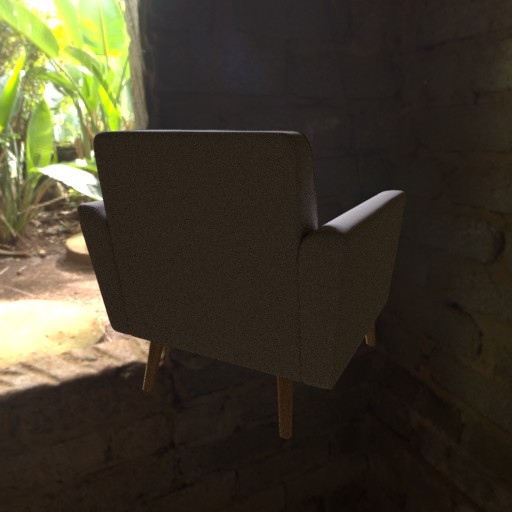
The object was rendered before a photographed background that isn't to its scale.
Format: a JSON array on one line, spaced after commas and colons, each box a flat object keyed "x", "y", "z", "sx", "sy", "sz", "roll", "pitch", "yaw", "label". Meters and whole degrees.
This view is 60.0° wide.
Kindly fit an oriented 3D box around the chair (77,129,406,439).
[{"x": 0.000, "y": 0.000, "z": 1.415, "sx": 0.780, "sy": 0.780, "sz": 0.750, "roll": 8, "pitch": 18, "yaw": 26, "label": "chair"}]
